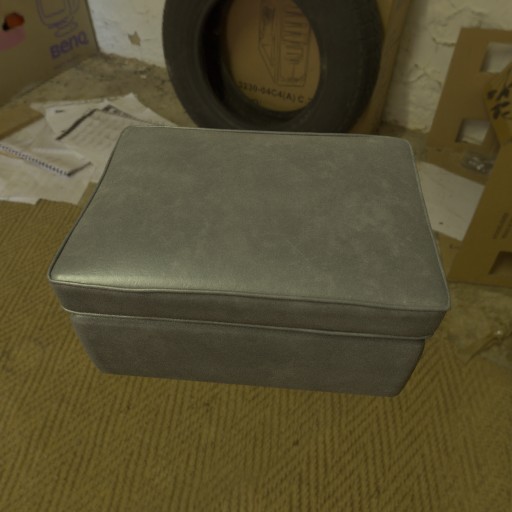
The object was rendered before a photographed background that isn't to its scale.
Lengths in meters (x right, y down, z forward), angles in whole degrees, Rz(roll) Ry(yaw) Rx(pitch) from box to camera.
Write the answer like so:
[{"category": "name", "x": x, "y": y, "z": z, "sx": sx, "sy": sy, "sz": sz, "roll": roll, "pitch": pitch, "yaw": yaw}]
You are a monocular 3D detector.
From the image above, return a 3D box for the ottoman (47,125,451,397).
[{"category": "ottoman", "x": 0.000, "y": 0.000, "z": 1.113, "sx": 0.756, "sy": 0.445, "sz": 0.554, "roll": 4, "pitch": 48, "yaw": 3}]
